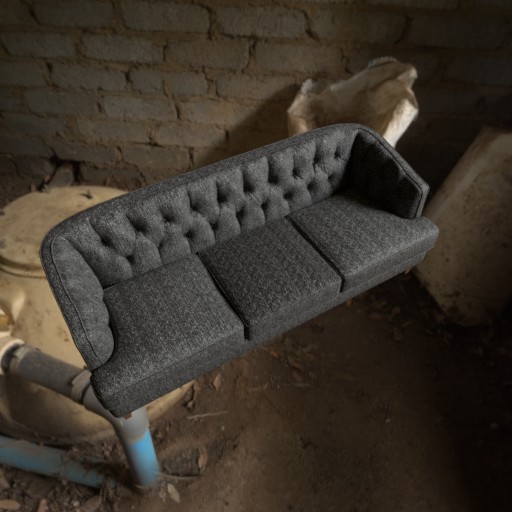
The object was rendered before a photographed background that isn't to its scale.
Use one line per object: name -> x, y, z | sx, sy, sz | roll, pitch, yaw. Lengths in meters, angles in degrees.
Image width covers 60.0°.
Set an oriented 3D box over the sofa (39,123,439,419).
sofa -> 0.000, 0.000, 2.765 | 2.278, 0.855, 0.941 | -24, 52, -20
